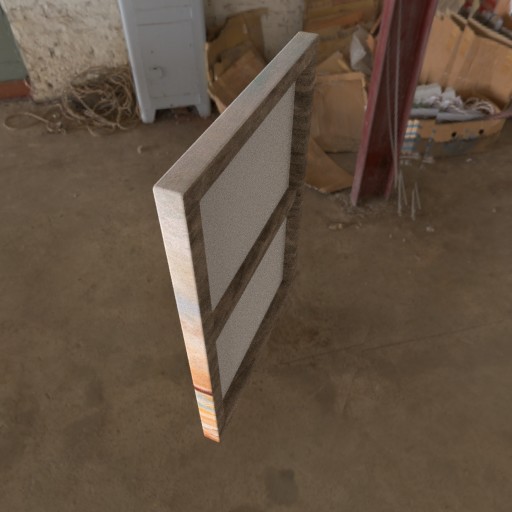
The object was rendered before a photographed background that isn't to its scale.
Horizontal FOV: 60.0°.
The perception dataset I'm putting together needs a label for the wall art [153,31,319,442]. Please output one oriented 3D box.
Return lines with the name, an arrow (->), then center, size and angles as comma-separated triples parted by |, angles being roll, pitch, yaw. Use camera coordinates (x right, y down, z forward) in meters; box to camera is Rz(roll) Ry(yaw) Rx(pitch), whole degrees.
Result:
wall art -> 0.000, 0.000, 0.783 | 0.035, 0.605, 0.443 | 17, 48, 15
